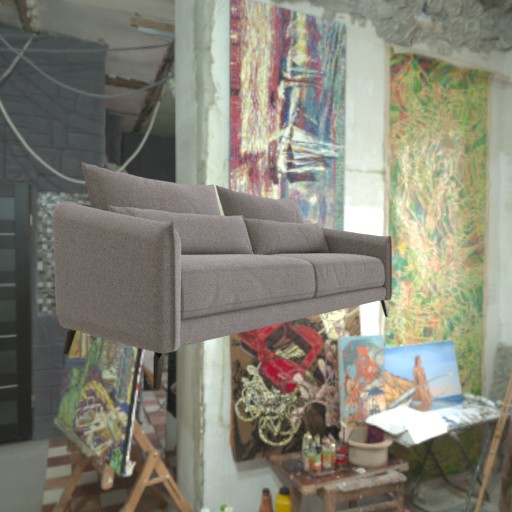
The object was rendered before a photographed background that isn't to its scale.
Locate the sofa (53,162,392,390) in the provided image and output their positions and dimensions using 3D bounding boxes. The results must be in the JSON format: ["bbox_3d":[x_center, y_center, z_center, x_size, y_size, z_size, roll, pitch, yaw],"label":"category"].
[{"bbox_3d":[0.000,0.000,2.422,0.809,0.833,2.022,1,1,38],"label":"sofa"}]
